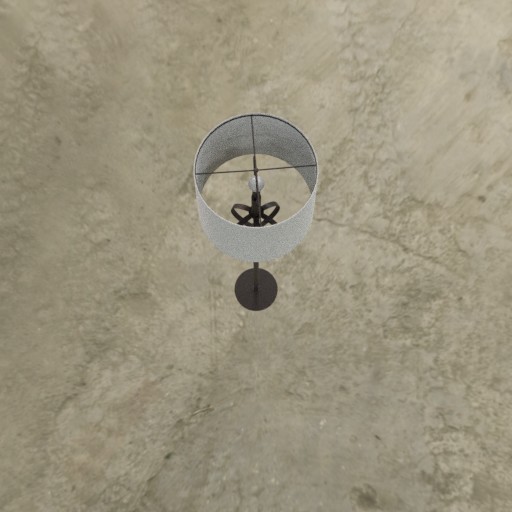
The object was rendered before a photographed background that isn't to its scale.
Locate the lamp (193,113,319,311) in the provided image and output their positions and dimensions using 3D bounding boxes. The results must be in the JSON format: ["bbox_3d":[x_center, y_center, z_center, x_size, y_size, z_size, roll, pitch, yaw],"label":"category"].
[{"bbox_3d":[0.000,0.000,1.600,0.286,1.462,0.286,-34,79,-8],"label":"lamp"}]
